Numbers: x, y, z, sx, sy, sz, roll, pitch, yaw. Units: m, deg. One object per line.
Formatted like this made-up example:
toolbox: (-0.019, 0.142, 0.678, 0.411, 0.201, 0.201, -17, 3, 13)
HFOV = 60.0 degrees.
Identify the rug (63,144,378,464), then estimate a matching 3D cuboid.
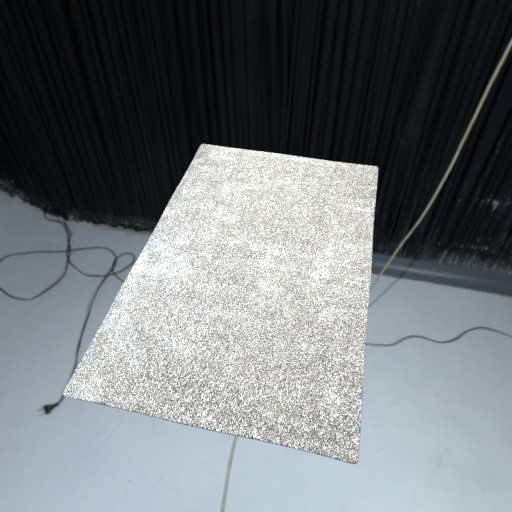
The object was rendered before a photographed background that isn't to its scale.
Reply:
rug: (0.000, 0.000, 2.934, 1.502, 0.025, 2.350, 10, 48, 9)
